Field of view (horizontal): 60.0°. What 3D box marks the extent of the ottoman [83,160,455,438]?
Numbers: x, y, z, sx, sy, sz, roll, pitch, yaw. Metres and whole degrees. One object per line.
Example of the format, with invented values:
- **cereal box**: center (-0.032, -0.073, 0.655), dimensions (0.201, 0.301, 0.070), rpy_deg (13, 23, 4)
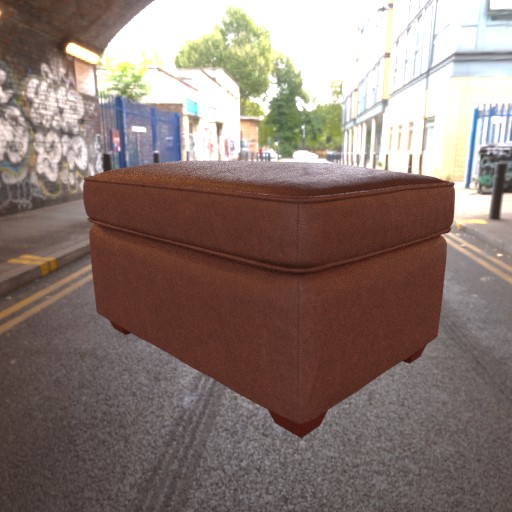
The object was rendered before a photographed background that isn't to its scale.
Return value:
- **ottoman**: center (0.000, 0.000, 1.073), dimensions (0.548, 0.449, 0.749), rpy_deg (-13, 19, -43)
